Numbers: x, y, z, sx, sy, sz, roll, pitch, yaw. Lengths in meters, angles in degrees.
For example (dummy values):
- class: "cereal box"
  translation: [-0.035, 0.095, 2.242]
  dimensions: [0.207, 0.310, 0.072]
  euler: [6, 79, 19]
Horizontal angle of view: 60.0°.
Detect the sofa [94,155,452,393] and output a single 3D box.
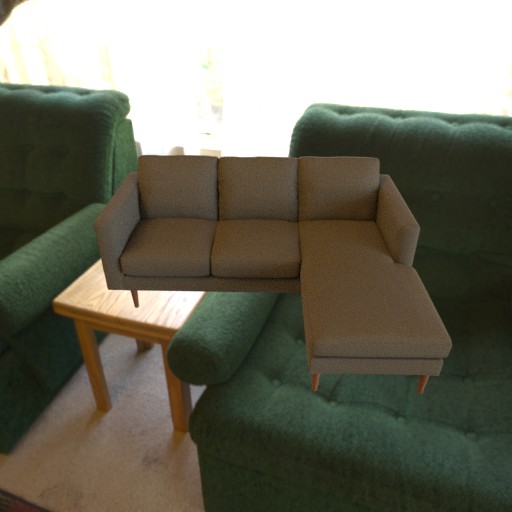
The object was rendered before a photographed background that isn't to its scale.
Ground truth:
- class: "sofa"
  translation: [0.000, 0.000, 2.906]
  dimensions: [2.031, 0.897, 1.591]
  euler: [1, 32, 1]
